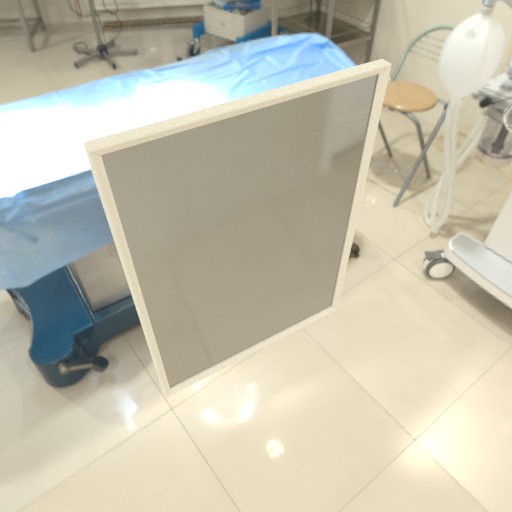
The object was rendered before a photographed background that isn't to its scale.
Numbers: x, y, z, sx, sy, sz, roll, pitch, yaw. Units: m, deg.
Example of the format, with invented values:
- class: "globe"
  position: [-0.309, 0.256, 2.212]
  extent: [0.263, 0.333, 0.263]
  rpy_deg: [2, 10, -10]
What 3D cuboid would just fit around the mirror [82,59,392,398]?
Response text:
- class: "mirror"
  position: [0.000, 0.000, 1.349]
  extent: [0.762, 1.016, 0.041]
  rpy_deg: [-23, 51, -21]
